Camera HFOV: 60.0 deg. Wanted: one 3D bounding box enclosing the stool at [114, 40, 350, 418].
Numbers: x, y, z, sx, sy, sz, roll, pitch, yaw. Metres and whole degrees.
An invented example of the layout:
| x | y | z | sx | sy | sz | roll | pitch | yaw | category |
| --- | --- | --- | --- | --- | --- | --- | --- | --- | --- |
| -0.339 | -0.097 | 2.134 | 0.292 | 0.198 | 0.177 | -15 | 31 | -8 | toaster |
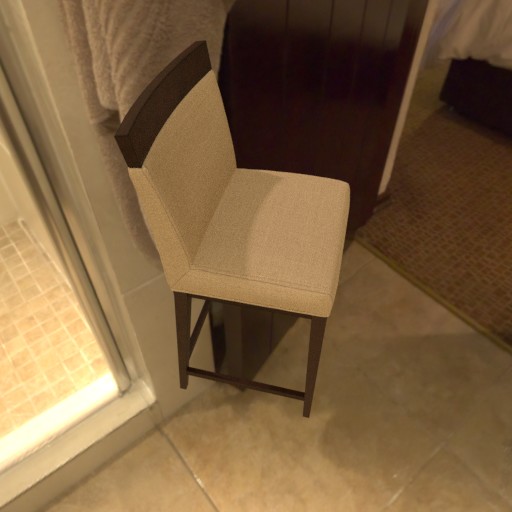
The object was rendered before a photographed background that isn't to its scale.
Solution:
| x | y | z | sx | sy | sz | roll | pitch | yaw | category |
| --- | --- | --- | --- | --- | --- | --- | --- | --- | --- |
| 0.000 | 0.000 | 1.429 | 0.531 | 1.117 | 0.511 | 10 | 47 | 9 | stool |
